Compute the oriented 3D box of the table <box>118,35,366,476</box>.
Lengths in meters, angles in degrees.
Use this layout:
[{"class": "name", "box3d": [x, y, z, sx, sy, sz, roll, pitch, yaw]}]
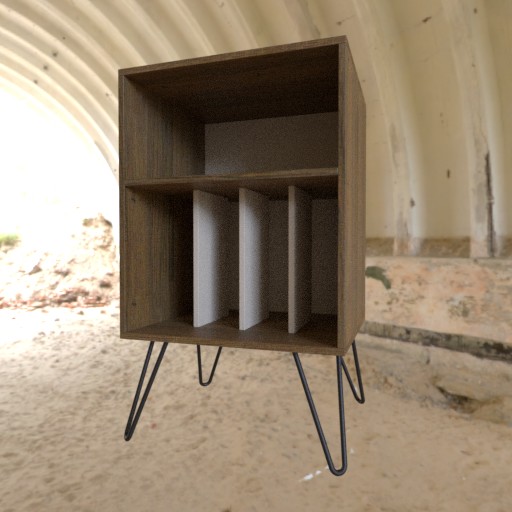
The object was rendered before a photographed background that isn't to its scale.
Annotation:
[{"class": "table", "box3d": [0.000, 0.000, 1.160, 0.526, 0.866, 0.457, 0, 1, 19]}]
